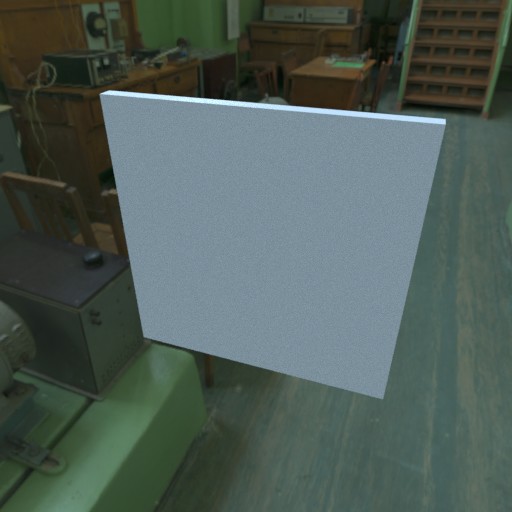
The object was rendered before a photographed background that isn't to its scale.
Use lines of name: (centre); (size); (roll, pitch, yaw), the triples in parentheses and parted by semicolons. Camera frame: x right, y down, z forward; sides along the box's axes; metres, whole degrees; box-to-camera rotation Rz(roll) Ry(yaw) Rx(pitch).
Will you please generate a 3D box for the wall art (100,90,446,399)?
wall art: (0.000, 0.000, 0.844); (0.559, 0.559, 0.028); (11, 34, 16)
